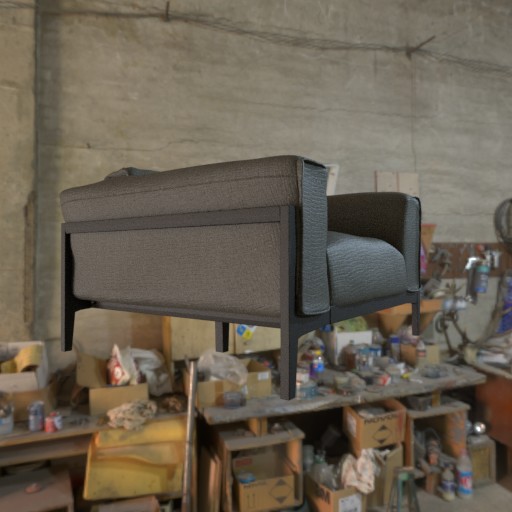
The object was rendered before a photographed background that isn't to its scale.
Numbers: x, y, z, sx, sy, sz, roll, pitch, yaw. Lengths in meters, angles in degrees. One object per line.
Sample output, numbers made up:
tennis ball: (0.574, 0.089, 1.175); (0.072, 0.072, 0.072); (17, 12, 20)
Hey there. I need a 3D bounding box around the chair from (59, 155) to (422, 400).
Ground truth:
chair: (0.000, 0.000, 1.665); (0.969, 0.646, 1.056); (0, 0, 36)
